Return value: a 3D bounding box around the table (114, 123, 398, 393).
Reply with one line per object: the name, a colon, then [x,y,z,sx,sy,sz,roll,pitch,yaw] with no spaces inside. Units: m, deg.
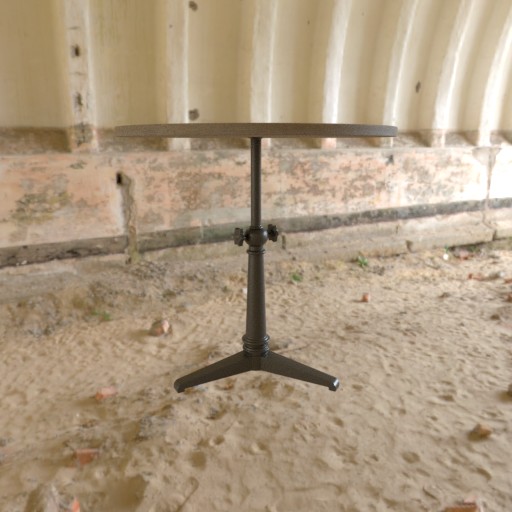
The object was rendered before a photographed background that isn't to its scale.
table: [0.000,0.000,1.408,0.800,0.780,0.800,0,14,0]
